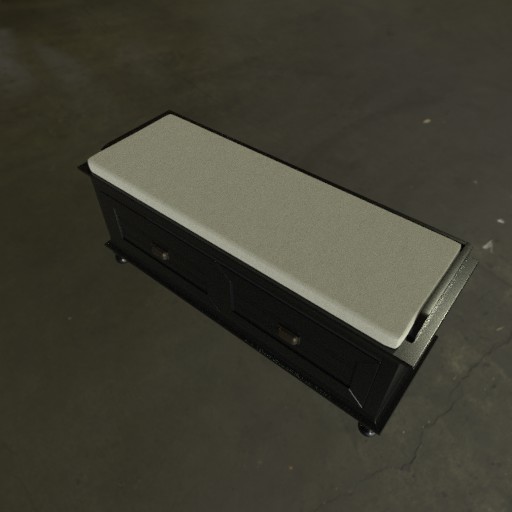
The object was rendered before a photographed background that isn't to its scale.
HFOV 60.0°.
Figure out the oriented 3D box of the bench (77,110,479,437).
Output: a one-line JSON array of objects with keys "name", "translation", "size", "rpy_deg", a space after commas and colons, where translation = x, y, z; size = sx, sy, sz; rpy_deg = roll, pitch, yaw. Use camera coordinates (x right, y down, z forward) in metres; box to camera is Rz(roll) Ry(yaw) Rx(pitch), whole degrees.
[{"name": "bench", "translation": [0.000, 0.000, 1.458], "size": [1.185, 0.501, 0.402], "rpy_deg": [30, 53, 25]}]
